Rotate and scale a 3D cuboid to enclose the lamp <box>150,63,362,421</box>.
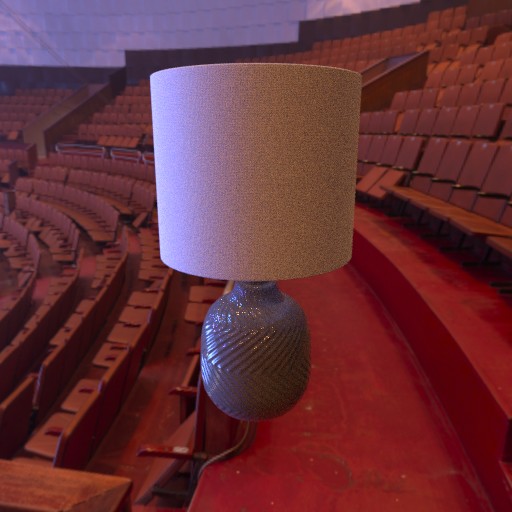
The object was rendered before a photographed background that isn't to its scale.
[{"bbox_3d":[0.000,0.000,0.491,0.207,0.366,0.207,3,15,9],"label":"lamp"}]
